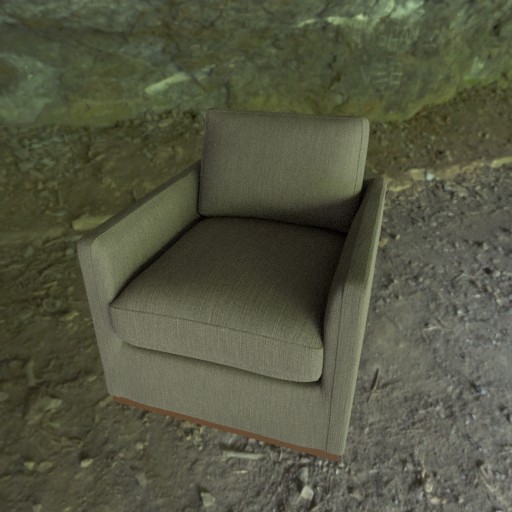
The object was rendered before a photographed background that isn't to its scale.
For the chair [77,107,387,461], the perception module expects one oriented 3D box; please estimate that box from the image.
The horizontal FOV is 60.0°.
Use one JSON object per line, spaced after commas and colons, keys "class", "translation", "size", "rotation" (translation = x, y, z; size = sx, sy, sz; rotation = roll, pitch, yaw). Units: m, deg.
{"class": "chair", "translation": [0.000, 0.000, 1.474], "size": [0.763, 0.811, 0.834], "rotation": [9, 30, 15]}
